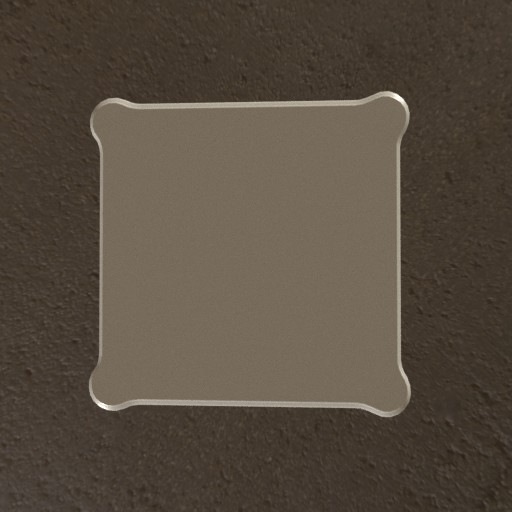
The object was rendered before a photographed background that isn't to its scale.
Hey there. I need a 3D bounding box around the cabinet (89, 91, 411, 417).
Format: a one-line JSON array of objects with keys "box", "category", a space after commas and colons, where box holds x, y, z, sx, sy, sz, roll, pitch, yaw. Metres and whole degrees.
[{"box": [0.000, 0.000, 1.234, 0.627, 0.761, 0.628, 0, 89, 3], "category": "cabinet"}]
